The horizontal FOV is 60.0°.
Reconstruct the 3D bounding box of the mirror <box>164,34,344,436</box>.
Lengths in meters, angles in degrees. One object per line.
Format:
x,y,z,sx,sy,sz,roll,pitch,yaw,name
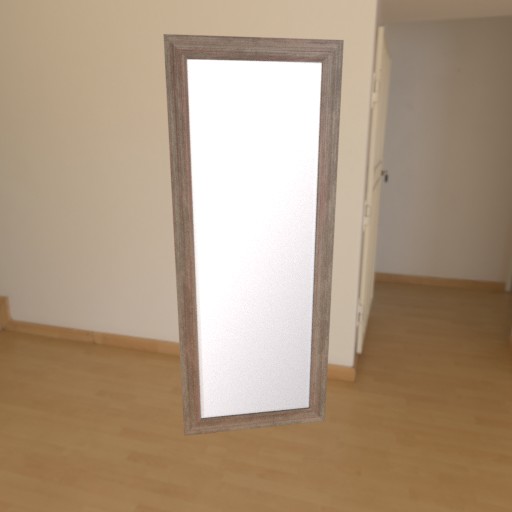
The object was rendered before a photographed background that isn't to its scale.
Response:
0.000,0.000,2.262,0.812,2.032,0.025,-3,16,-9,mirror
